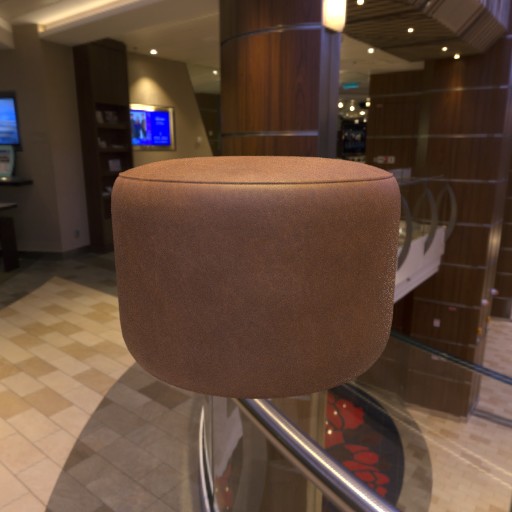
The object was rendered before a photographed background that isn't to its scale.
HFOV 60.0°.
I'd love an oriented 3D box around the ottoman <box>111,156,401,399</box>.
[{"bbox_3d":[0.000,0.000,1.003,0.607,0.438,0.607,0,14,0],"label":"ottoman"}]
